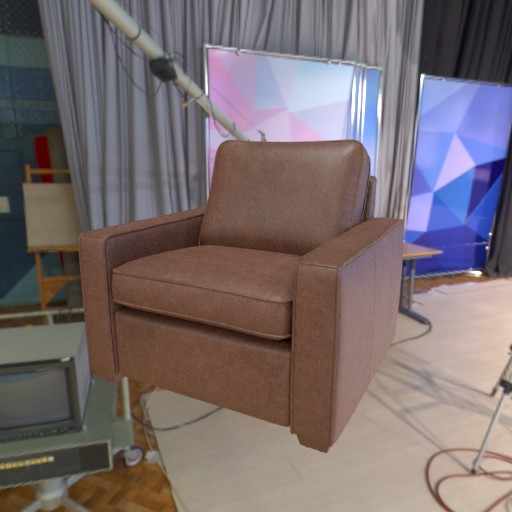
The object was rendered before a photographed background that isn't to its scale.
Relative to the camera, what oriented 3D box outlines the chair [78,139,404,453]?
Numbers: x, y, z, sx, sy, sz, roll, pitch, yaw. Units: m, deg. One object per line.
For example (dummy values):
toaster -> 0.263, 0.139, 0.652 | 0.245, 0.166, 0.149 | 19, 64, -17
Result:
chair -> 0.000, 0.000, 1.791 | 1.017, 0.919, 0.940 | 7, 16, 27
